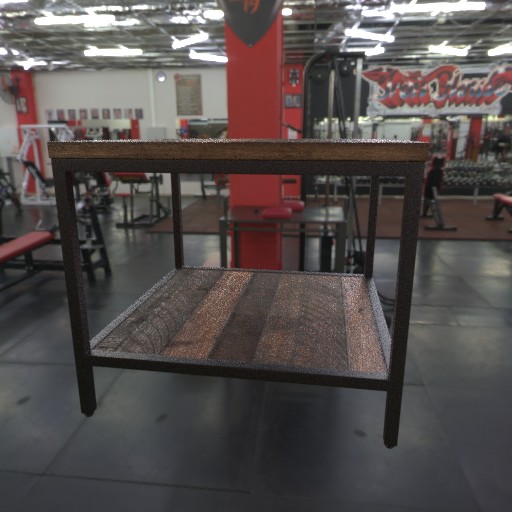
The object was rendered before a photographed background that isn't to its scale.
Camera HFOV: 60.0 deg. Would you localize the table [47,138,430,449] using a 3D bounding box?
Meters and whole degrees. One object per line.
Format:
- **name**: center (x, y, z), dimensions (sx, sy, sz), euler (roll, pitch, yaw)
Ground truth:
- **table**: center (0.000, 0.000, 0.951), dimensions (0.553, 0.482, 0.548), euler (2, 15, 9)
